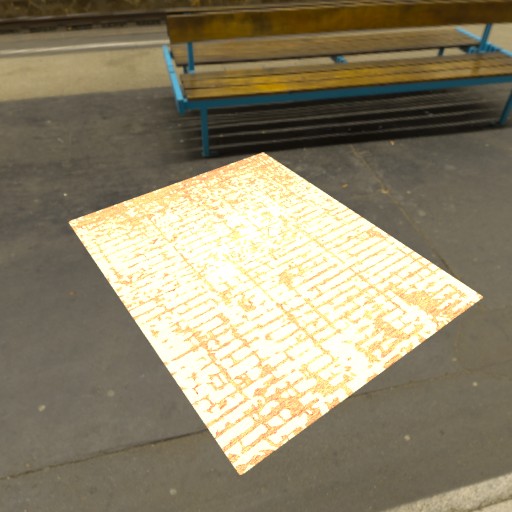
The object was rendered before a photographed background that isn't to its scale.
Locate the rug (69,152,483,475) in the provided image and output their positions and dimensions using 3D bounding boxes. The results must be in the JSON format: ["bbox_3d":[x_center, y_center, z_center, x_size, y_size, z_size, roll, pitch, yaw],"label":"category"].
[{"bbox_3d":[0.000,0.000,4.057,2.441,0.011,3.050,-26,47,-26],"label":"rug"}]
